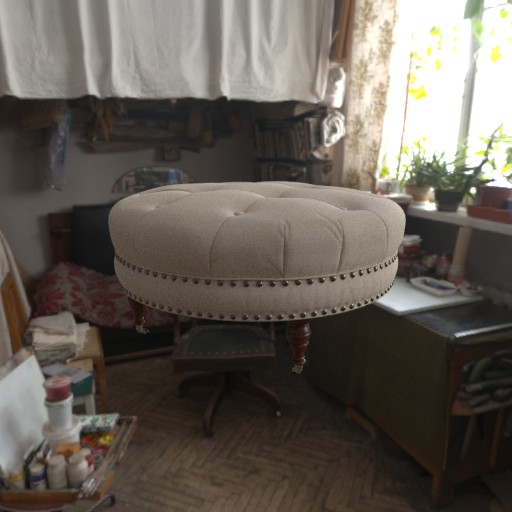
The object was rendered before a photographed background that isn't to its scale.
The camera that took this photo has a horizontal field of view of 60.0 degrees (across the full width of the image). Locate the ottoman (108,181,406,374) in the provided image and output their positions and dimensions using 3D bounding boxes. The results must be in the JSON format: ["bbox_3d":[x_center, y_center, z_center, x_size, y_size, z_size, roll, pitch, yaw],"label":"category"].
[{"bbox_3d":[0.000,0.000,1.502,0.940,0.483,0.940,0,14,0],"label":"ottoman"}]
